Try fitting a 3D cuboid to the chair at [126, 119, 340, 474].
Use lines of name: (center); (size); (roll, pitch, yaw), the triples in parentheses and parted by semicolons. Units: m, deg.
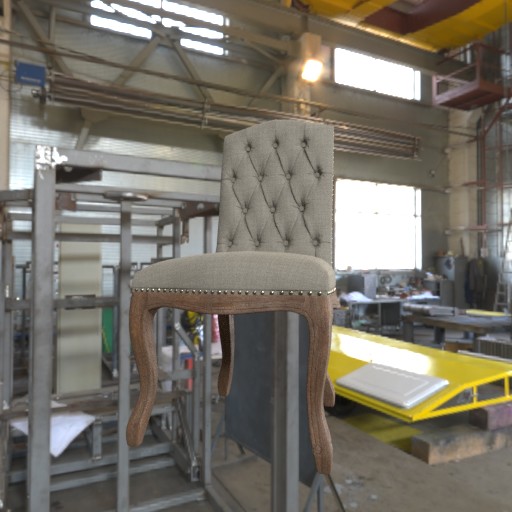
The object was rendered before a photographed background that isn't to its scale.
chair: (0.000, 0.000, 1.613); (0.637, 1.191, 0.731); (0, -1, 18)
